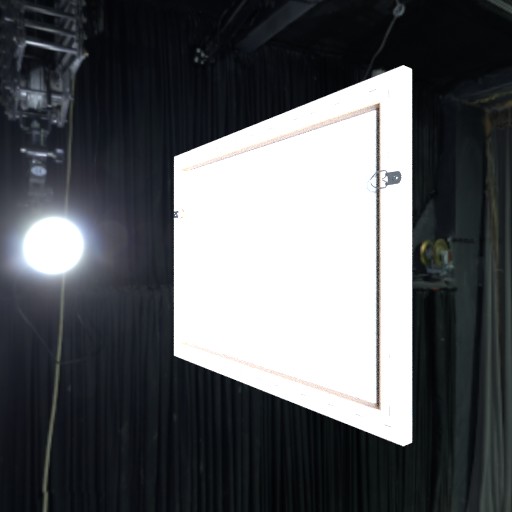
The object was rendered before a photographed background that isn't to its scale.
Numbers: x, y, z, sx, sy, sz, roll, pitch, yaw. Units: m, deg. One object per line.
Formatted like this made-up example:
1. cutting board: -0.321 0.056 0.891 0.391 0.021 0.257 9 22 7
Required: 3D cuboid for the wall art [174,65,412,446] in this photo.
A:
1. wall art: 0.000 0.000 1.558 0.042 0.912 1.219 0 0 -37
